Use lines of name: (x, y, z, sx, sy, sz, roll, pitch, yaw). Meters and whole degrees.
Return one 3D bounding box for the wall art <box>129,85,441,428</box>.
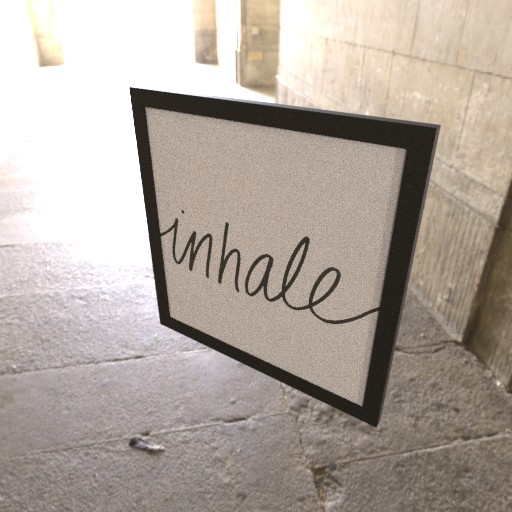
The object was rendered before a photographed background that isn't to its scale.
wall art: (0.000, 0.000, 0.533, 0.356, 0.356, 0.013, 18, 34, 29)
